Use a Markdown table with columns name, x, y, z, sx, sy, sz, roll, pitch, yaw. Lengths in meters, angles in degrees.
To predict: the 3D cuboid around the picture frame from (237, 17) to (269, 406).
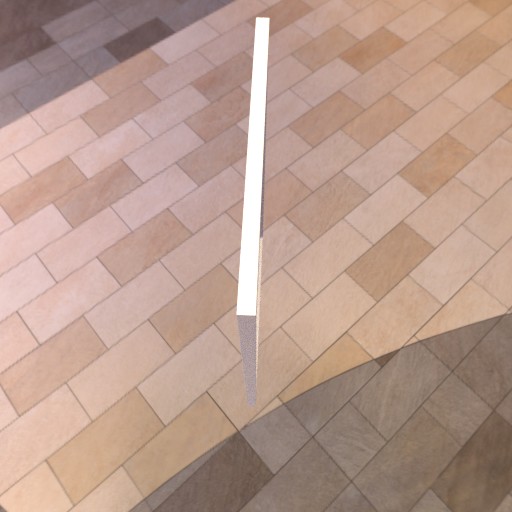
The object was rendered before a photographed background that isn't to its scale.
| name | x | y | z | sx | sy | sz | roll | pitch | yaw |
| --- | --- | --- | --- | --- | --- | --- | --- | --- | --- |
| picture frame | 0.000 | 0.000 | 0.560 | 0.013 | 0.434 | 0.305 | 2 | 64 | 1 |
